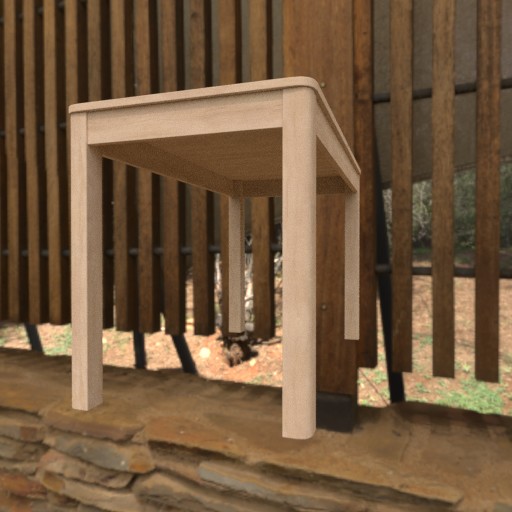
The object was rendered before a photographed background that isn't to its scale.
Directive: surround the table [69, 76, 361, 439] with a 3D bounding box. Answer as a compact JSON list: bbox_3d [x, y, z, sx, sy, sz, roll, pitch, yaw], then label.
[{"bbox_3d":[0.000,0.000,1.862,0.750,0.900,1.400,0,1,18],"label":"table"}]
